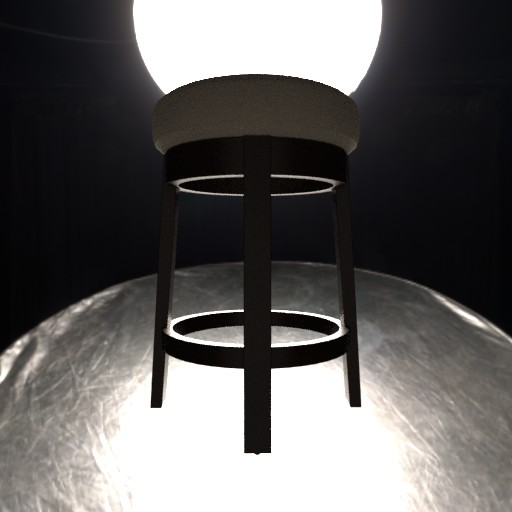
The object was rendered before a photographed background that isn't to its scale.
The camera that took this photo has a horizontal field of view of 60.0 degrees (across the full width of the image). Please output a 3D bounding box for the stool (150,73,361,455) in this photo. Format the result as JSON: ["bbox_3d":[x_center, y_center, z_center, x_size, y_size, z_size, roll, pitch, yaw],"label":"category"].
[{"bbox_3d":[0.000,0.000,0.950,0.449,0.655,0.449,0,2,0],"label":"stool"}]
